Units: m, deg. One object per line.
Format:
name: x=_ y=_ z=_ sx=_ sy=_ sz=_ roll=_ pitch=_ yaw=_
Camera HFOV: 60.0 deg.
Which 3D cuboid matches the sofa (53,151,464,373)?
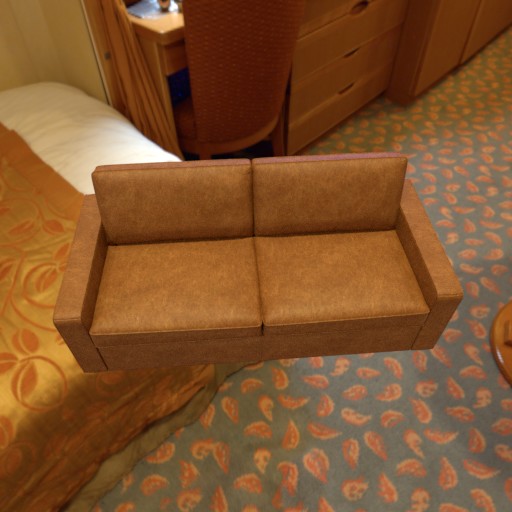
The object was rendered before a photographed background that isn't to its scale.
sofa: x=0.000 y=0.000 z=2.651 sx=2.156 sy=0.928 sz=0.991 roll=-3 pitch=49 yaw=-3
